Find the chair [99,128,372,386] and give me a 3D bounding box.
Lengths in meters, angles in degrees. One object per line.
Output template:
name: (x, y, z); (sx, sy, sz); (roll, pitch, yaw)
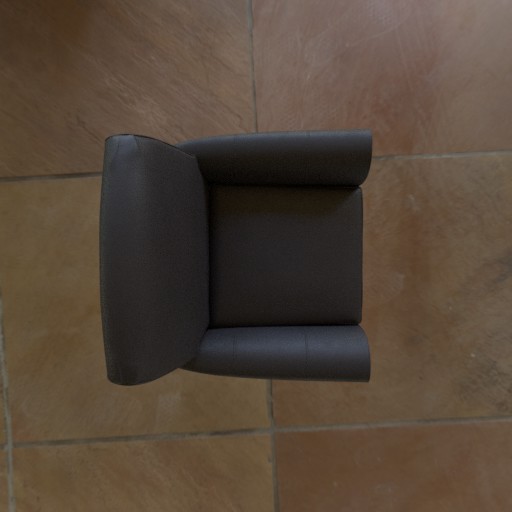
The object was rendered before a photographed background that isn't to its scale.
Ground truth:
chair: (0.000, 0.000, 1.772); (0.902, 1.061, 0.978); (0, 92, 0)
